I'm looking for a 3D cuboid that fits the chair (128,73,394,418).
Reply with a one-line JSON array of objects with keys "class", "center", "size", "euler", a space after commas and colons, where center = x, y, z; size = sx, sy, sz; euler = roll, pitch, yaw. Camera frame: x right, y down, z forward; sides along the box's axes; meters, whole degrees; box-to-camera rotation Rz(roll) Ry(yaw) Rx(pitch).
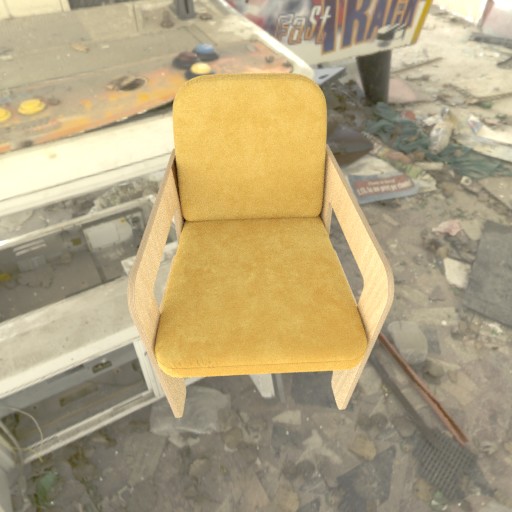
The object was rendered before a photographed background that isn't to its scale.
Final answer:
[{"class": "chair", "center": [0.000, 0.000, 1.286], "size": [0.590, 0.800, 0.710], "euler": [-2, 44, -2]}]
